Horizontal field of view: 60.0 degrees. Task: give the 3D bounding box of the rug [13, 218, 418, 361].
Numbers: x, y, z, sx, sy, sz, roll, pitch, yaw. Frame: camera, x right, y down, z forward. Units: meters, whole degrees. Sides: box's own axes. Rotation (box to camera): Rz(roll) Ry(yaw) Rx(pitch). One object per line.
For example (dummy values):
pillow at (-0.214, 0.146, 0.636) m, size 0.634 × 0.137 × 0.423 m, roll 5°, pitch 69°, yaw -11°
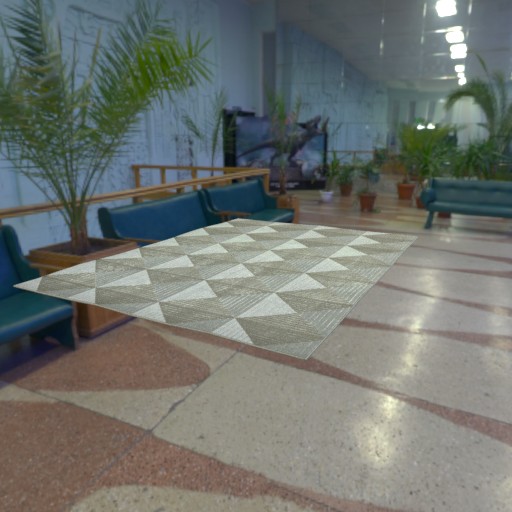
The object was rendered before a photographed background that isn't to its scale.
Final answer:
rug at (0.000, 0.000, 4.247) m, size 2.428 × 0.027 × 3.333 m, roll 8°, pitch 17°, yaw 28°
